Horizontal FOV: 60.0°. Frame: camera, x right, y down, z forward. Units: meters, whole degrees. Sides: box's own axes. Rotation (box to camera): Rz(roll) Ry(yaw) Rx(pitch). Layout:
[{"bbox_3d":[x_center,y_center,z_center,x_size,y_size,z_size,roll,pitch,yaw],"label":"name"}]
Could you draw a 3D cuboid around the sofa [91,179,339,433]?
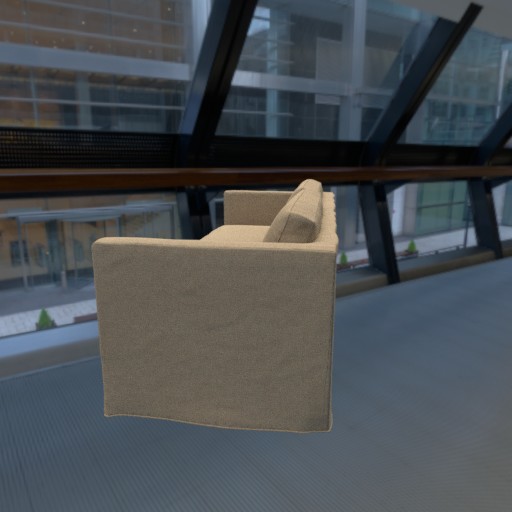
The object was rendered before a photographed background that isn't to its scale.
[{"bbox_3d":[0.000,0.000,2.754,0.962,0.853,2.312,2,13,9],"label":"sofa"}]
